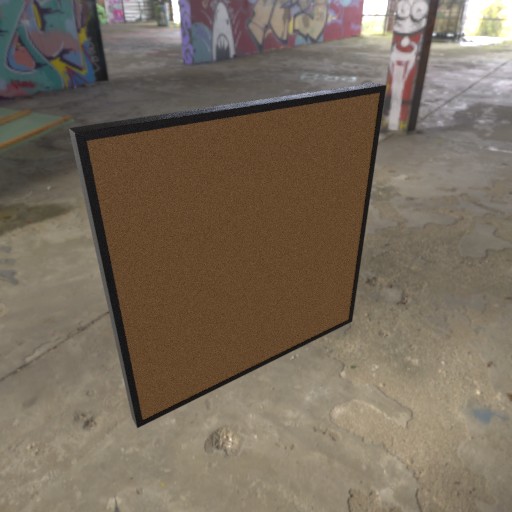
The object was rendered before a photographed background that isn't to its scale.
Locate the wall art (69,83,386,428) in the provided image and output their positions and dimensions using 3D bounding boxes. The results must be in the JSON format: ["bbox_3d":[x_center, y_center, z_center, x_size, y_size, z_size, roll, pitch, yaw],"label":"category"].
[{"bbox_3d":[0.000,0.000,1.140,0.763,0.763,0.039,-19,36,-28],"label":"wall art"}]
